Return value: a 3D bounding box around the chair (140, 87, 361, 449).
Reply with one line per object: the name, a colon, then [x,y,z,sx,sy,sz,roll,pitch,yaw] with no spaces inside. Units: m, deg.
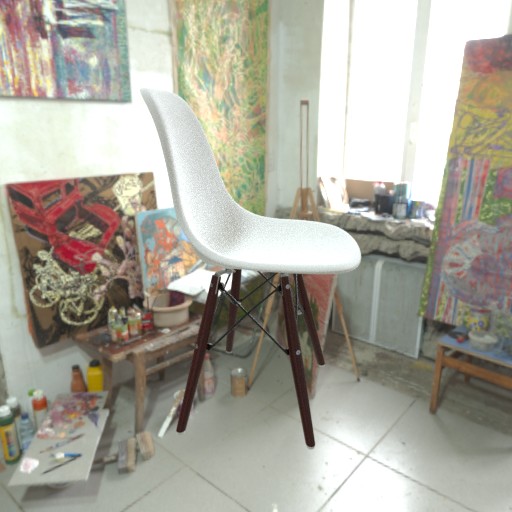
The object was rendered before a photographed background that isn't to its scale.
chair: [0.000,0.000,1.158,0.533,0.826,0.470,3,17,11]
